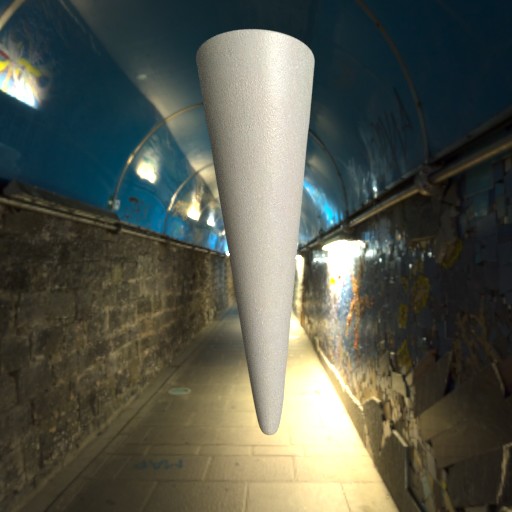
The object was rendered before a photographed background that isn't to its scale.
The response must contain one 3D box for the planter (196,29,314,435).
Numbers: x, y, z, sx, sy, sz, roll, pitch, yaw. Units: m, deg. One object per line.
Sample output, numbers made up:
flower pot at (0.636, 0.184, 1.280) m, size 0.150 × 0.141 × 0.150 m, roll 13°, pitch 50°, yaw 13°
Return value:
planter at (0.000, 0.000, 0.217) m, size 0.057 × 0.191 × 0.064 m, roll 0°, pitch -1°, yaw 18°
